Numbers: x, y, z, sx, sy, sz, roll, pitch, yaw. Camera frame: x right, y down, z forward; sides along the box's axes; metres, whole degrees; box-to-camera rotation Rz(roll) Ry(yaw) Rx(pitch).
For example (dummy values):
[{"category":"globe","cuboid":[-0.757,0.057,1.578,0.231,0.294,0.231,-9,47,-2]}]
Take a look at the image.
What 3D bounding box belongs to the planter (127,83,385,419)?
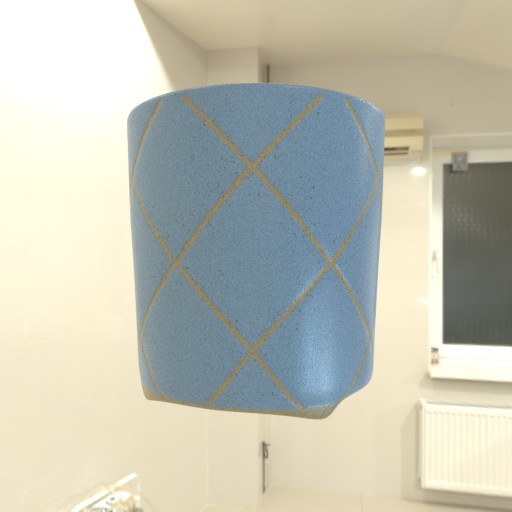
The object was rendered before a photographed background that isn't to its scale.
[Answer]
[{"category":"planter","cuboid":[0.000,0.000,0.408,0.227,0.235,0.227,0,1,0]}]
